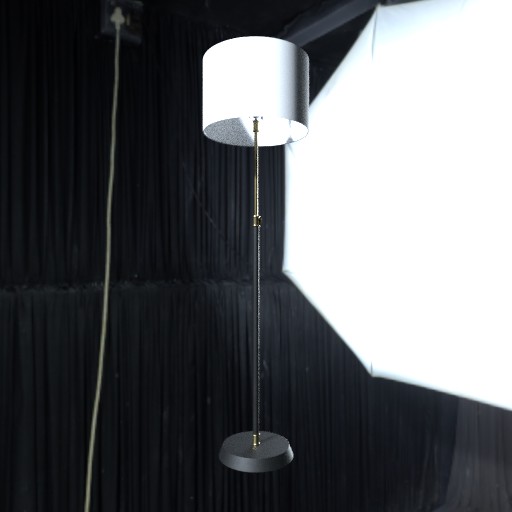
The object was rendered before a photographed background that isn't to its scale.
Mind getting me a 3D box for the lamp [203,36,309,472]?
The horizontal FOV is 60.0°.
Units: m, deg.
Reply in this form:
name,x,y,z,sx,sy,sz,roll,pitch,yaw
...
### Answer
name,x,y,z,sx,sy,sz,roll,pitch,yaw
lamp,0.000,0.000,1.699,0.404,1.517,0.404,0,-1,-36
